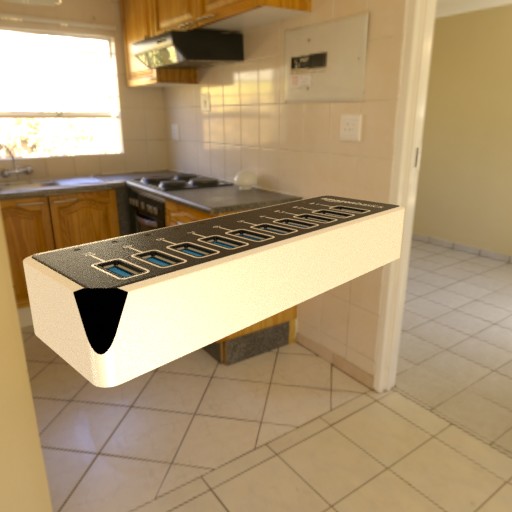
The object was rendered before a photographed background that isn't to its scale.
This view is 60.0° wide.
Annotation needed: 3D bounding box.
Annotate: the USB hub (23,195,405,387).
[{"bbox_3d":[0.000,0.000,0.161,0.044,0.023,0.145,16,24,42],"label":"USB hub"}]
